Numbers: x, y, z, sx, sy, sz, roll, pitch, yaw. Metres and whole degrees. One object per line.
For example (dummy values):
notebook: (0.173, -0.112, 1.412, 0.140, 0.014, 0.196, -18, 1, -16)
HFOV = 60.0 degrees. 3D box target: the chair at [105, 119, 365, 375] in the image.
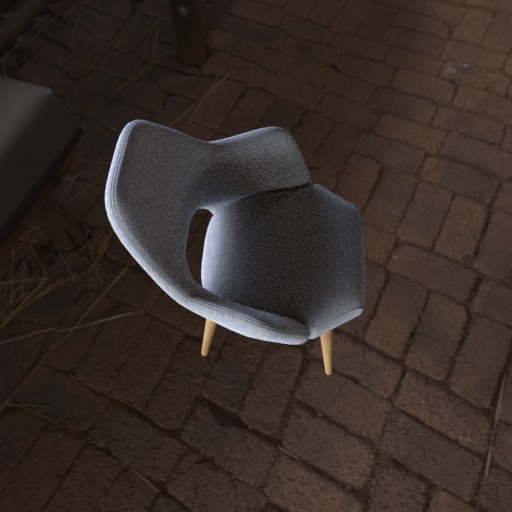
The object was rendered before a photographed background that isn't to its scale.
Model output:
chair: (0.000, 0.000, 1.285, 0.610, 0.840, 0.590, 4, 64, 2)
